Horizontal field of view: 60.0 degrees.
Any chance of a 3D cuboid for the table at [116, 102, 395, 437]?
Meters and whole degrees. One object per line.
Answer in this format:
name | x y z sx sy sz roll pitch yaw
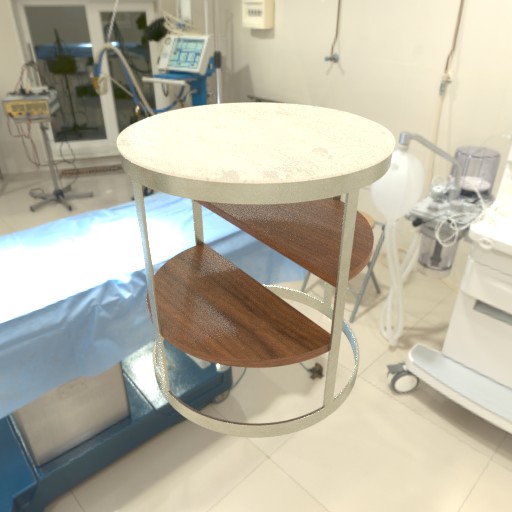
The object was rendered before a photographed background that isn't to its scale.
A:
table | 0.000 0.000 0.780 0.407 0.447 0.407 0 30 0
